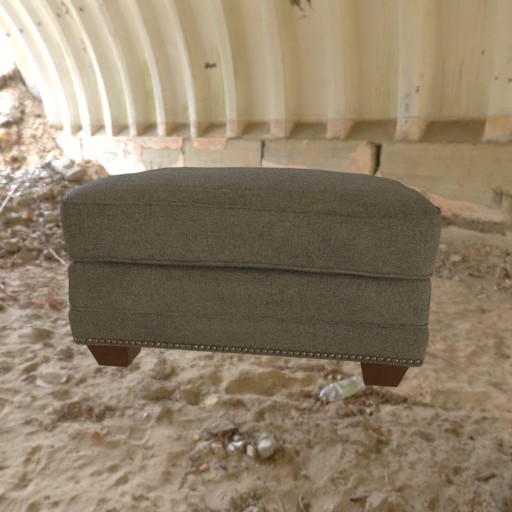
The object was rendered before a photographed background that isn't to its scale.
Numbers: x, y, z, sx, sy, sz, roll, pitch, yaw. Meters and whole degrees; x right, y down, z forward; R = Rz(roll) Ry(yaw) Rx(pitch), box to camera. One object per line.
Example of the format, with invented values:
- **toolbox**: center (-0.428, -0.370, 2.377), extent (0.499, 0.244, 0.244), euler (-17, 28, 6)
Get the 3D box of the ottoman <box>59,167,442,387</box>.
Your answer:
- **ottoman**: center (0.000, 0.000, 1.181), extent (0.813, 0.457, 0.561), euler (2, 15, 8)
